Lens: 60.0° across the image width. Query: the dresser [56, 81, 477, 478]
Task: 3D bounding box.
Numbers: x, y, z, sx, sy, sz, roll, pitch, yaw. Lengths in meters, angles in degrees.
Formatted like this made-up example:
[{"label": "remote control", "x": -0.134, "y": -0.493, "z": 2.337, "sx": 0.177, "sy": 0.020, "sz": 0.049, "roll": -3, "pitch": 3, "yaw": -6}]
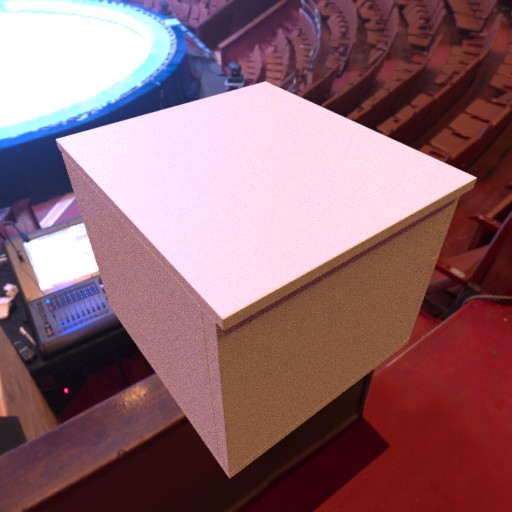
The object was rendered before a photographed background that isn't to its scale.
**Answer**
[{"label": "dresser", "x": 0.000, "y": 0.000, "z": 0.719, "sx": 0.400, "sy": 0.360, "sz": 0.430, "roll": -27, "pitch": 47, "yaw": -27}]
